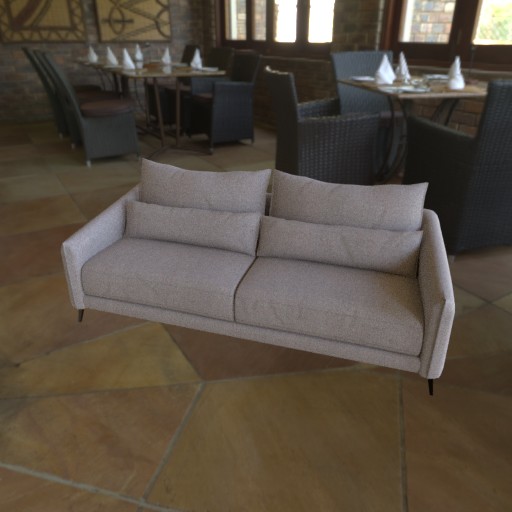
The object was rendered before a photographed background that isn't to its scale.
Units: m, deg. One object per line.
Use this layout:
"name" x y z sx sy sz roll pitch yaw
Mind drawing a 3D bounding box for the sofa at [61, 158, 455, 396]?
"sofa" 0.000 0.000 2.487 2.022 0.833 0.809 8 28 16
